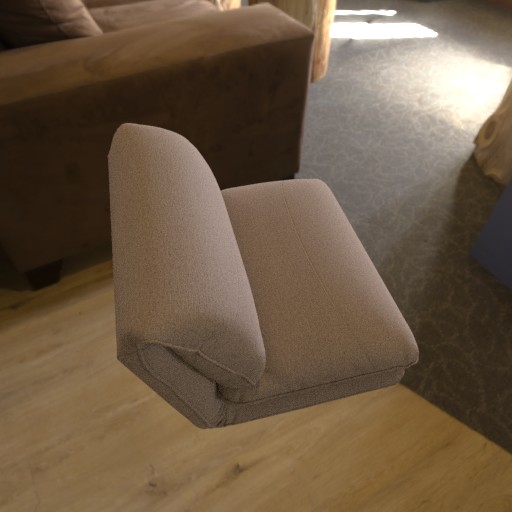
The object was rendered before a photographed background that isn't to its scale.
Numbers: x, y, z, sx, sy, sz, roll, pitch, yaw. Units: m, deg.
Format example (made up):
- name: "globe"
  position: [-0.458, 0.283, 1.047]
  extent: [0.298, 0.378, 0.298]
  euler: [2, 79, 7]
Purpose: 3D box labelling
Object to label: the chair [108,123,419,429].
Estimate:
- name: "chair"
  position: [0.000, 0.000, 1.356]
  extent: [0.780, 0.580, 0.820]
  euler: [-11, 49, -9]
